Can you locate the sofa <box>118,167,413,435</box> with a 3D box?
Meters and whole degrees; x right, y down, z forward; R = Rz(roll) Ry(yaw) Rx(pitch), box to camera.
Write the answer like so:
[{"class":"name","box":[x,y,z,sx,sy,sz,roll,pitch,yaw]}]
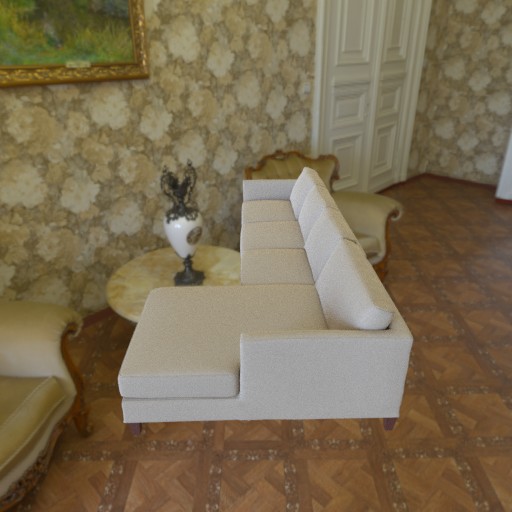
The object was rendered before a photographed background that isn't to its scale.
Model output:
[{"class":"sofa","box":[0.000,0.000,3.868,1.625,0.861,3.186,-1,25,-1]}]
